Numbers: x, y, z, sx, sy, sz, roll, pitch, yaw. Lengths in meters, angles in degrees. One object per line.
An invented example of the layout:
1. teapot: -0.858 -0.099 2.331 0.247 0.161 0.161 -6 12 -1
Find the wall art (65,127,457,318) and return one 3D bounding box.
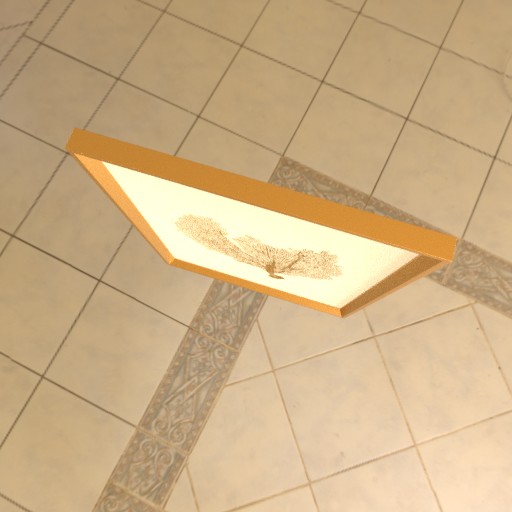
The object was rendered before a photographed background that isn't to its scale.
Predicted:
1. wall art: 0.000 0.000 1.064 0.610 0.812 0.038 17 77 4
